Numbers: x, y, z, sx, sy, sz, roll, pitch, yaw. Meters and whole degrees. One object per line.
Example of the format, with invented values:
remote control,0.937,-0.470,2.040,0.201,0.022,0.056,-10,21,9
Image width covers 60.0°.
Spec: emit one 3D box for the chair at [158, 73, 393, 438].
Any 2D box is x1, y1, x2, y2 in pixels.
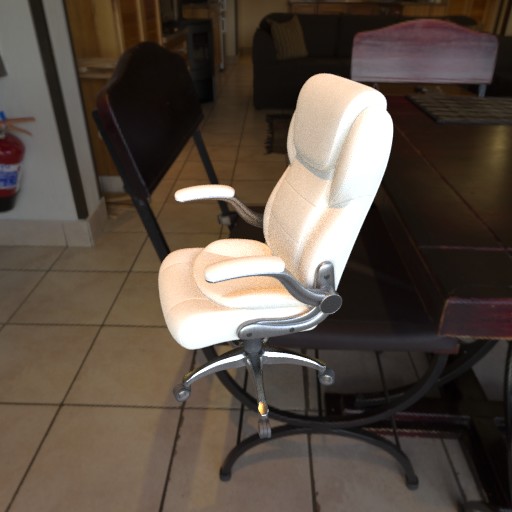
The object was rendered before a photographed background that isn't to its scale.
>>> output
chair,0.000,0.000,1.819,0.806,1.330,0.755,-9,31,-15
